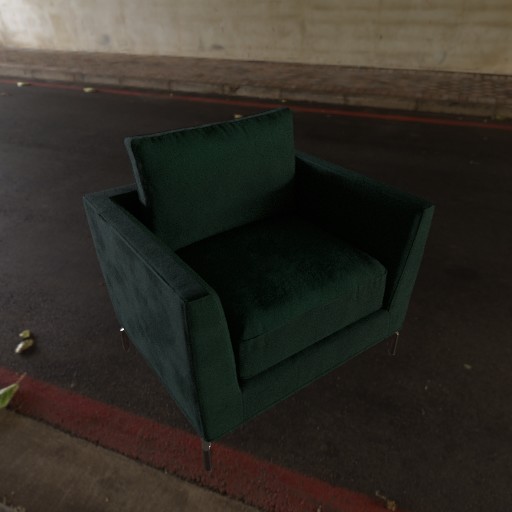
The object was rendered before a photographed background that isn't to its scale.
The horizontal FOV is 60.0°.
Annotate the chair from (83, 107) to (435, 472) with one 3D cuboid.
[{"bbox_3d":[0.000,0.000,1.789,1.047,0.997,0.852,-21,37,-30],"label":"chair"}]
